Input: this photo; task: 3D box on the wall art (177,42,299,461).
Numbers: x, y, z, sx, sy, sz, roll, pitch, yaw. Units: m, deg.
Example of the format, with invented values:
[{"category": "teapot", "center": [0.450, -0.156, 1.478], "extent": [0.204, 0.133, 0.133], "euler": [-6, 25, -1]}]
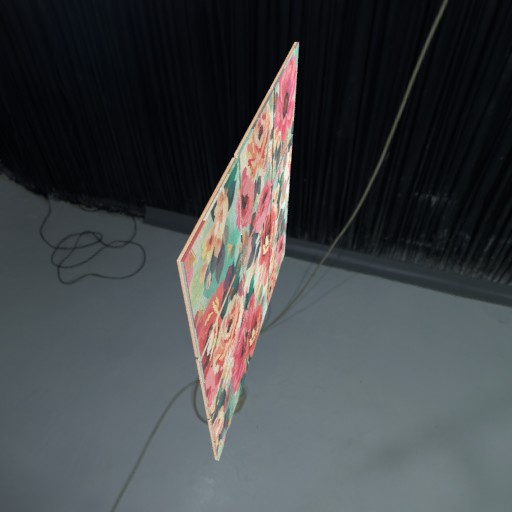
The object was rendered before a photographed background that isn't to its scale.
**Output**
[{"category": "wall art", "center": [0.000, 0.000, 1.339], "extent": [0.012, 0.910, 0.911], "euler": [11, 48, 10]}]
